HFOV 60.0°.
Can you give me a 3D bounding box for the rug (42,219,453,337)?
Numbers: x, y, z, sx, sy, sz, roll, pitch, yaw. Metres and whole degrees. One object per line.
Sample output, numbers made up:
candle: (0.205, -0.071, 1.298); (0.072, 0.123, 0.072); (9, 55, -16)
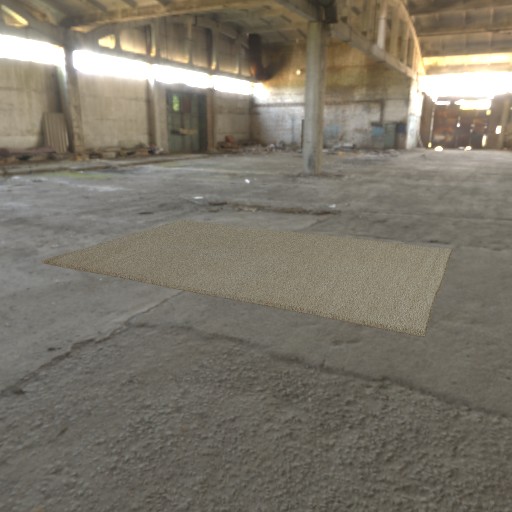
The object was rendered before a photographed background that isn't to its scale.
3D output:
rug: (0.000, 0.000, 2.994); (2.346, 0.025, 1.500); (8, 18, 26)
